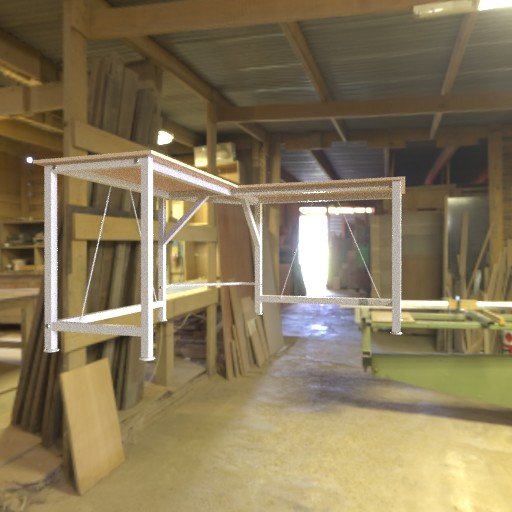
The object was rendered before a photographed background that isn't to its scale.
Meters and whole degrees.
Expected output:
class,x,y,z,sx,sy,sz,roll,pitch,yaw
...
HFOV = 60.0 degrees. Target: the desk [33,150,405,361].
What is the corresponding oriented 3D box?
class,x,y,z,sx,sy,sz,roll,pitch,yaw
desk,0.000,0.000,2.200,1.400,0.762,1.400,0,0,19
